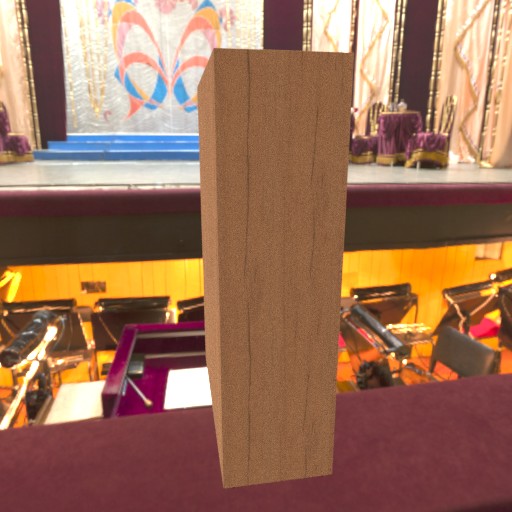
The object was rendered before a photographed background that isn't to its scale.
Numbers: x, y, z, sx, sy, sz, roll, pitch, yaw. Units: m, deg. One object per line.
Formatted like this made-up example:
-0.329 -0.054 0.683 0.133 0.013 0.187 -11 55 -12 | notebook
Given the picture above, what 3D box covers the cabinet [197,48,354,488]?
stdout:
0.000 0.000 2.706 0.580 2.070 1.400 -3 15 -10 | cabinet
